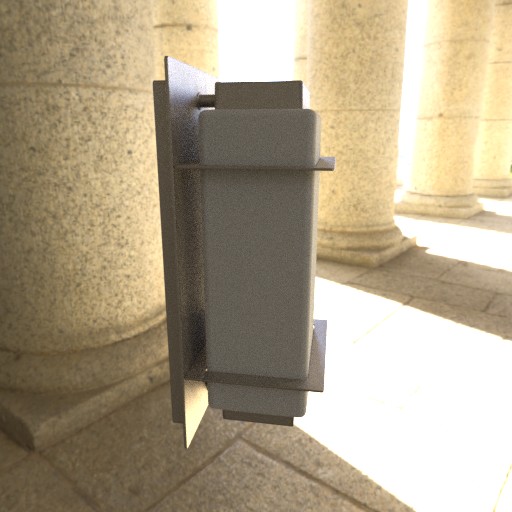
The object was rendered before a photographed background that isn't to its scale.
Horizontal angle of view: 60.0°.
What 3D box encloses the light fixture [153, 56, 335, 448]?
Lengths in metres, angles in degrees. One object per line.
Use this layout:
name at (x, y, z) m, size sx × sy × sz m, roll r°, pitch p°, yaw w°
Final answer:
light fixture at (0.000, 0.000, 0.482) m, size 0.160 × 0.380 × 0.168 m, roll 3°, pitch 16°, yaw 10°
